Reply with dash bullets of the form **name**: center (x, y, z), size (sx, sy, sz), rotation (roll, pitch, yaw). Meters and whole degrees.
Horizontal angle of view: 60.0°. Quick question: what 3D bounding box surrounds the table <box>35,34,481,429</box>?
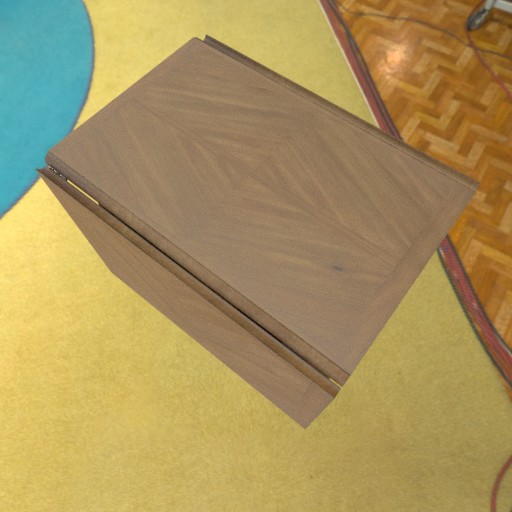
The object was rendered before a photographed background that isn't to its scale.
- **table**: center (0.000, 0.000, 1.603), size (0.967, 0.981, 0.701), rotation (35, 68, 16)
